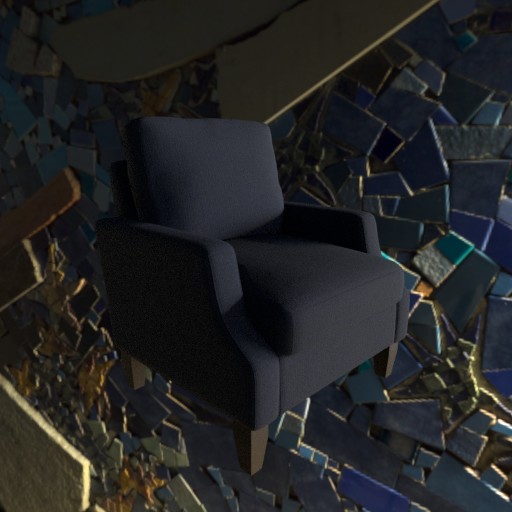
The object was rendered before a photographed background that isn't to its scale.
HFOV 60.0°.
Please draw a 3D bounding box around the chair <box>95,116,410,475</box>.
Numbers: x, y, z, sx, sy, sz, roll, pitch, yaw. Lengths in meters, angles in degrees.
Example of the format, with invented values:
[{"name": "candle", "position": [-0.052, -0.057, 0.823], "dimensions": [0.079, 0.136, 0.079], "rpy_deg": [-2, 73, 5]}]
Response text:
[{"name": "chair", "position": [0.000, 0.000, 1.640], "dimensions": [0.897, 0.991, 0.855], "rpy_deg": [14, 20, 43]}]
